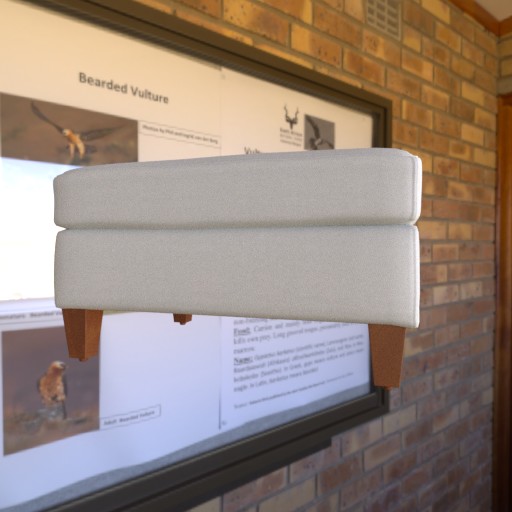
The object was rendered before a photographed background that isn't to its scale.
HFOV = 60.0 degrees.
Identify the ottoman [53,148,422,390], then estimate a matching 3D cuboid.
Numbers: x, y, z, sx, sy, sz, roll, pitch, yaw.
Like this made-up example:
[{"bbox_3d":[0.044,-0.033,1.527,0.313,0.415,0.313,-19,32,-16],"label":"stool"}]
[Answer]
[{"bbox_3d":[0.000,0.000,1.198,0.818,0.496,0.634,0,1,18],"label":"ottoman"}]
